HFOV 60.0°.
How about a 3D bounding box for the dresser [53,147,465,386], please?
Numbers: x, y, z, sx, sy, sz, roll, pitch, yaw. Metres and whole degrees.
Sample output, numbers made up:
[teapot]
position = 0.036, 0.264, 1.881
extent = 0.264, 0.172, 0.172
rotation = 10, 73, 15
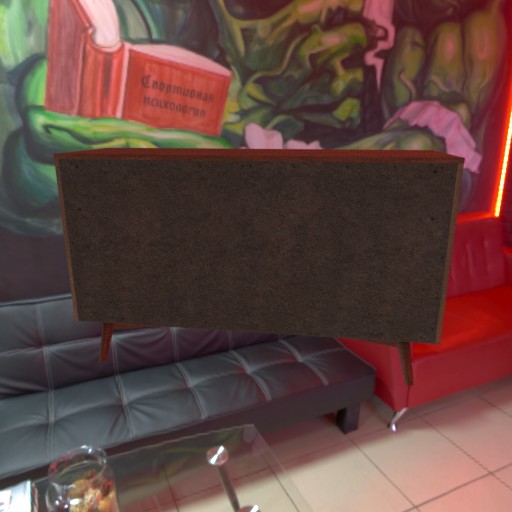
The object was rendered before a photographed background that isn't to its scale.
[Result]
[dresser]
position = 0.000, 0.000, 1.935
extent = 1.472, 0.889, 0.500
rotation = 2, 17, 8
